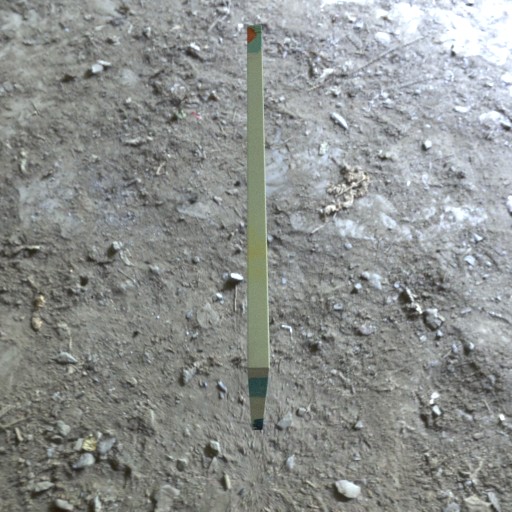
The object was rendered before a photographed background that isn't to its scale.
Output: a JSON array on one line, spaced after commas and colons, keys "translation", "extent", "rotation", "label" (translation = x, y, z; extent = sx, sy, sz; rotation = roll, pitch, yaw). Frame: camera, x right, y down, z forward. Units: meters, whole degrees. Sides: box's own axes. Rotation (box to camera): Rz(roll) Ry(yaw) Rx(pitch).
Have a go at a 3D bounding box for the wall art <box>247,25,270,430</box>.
[{"translation": [0.000, 0.000, 1.530], "extent": [0.044, 1.017, 1.017], "rotation": [0, 62, 0], "label": "wall art"}]
